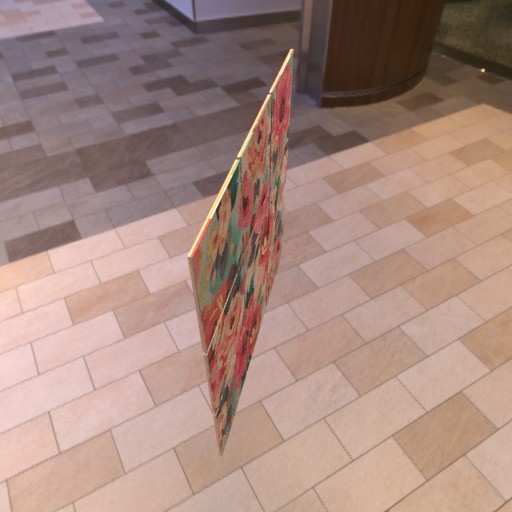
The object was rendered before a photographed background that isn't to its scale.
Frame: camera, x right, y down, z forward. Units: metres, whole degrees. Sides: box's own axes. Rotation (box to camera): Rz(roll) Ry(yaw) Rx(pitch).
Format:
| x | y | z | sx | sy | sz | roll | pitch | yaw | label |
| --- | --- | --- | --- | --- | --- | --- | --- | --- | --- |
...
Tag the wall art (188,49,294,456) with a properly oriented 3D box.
| x | y | z | sx | sy | sz | roll | pitch | yaw | label |
| --- | --- | --- | --- | --- | --- | --- | --- | --- | --- |
| 0.000 | 0.000 | 1.845 | 0.013 | 1.220 | 1.216 | 10 | 47 | 10 | wall art |
